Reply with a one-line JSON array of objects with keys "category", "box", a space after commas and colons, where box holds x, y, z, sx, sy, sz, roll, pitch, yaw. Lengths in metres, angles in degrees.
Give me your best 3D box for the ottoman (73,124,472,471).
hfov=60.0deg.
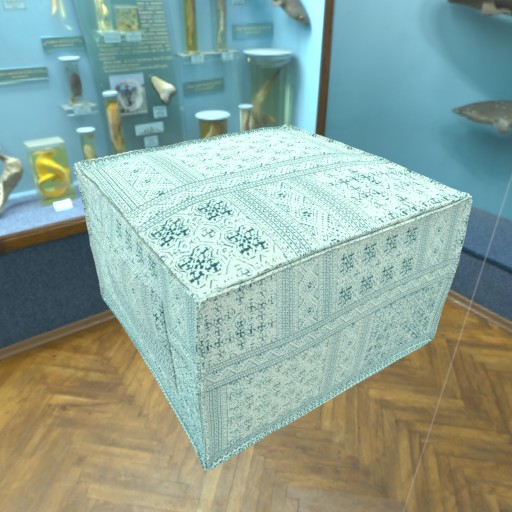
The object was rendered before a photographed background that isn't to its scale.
[{"category": "ottoman", "box": [0.000, 0.000, 1.024, 0.626, 0.439, 0.617, -19, 37, -28]}]
